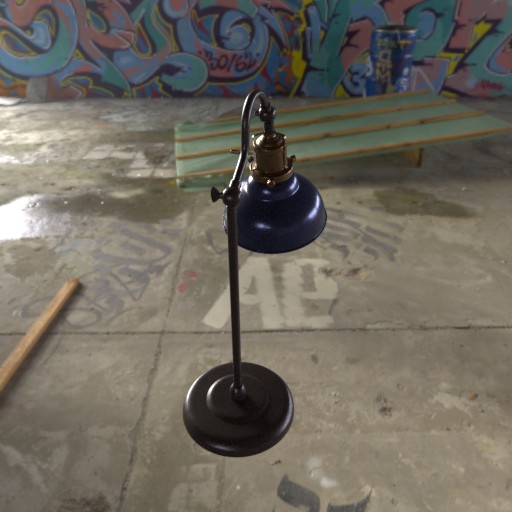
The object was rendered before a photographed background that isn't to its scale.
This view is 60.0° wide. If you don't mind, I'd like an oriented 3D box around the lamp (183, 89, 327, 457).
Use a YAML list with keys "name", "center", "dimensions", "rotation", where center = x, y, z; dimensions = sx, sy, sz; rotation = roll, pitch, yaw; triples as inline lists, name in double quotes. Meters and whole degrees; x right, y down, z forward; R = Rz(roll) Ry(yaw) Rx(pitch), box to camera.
- name: "lamp"
  center: [0.000, 0.000, 0.709]
  dimensions: [0.192, 0.508, 0.374]
  rotation: [10, 33, 16]
